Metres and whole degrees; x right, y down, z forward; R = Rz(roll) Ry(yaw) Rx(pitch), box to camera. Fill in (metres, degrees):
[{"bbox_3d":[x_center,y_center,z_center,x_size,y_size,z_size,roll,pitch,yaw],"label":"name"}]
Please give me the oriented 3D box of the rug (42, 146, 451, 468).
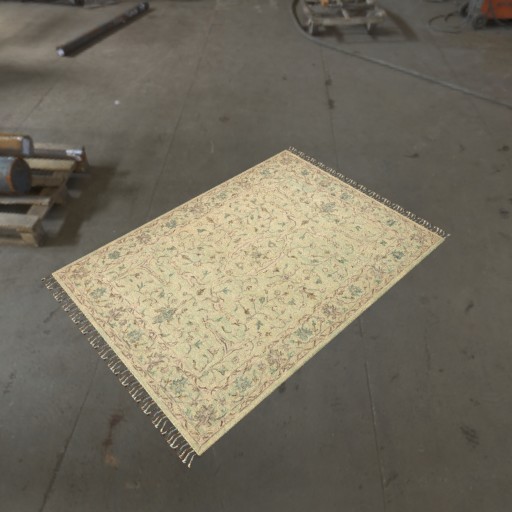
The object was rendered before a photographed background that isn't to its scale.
[{"bbox_3d":[0.000,0.000,2.329,1.802,0.008,1.247,-33,54,-28],"label":"rug"}]
